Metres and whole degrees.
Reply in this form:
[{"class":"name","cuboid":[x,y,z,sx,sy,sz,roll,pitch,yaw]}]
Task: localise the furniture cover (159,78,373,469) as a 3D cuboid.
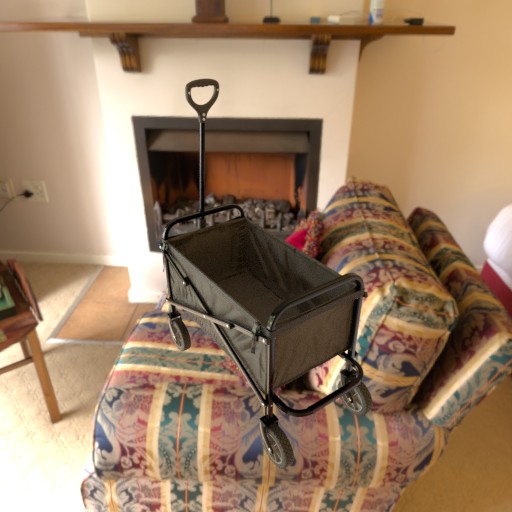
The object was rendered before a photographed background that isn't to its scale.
[{"class":"furniture cover","cuboid":[0.000,0.000,1.838,0.532,1.295,1.038,-19,35,-30]}]
